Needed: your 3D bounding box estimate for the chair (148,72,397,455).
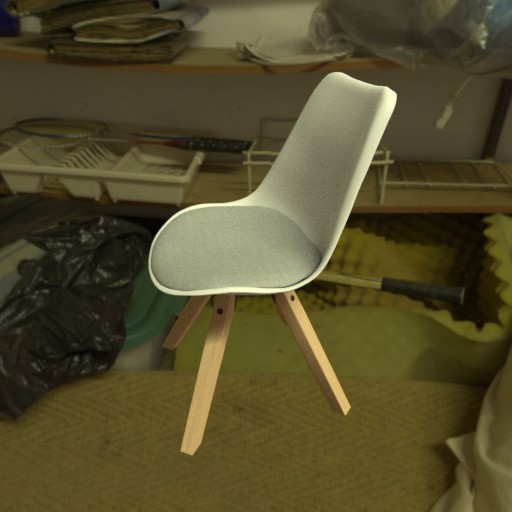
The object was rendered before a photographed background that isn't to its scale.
[{"bbox_3d":[0.000,0.000,1.162,0.550,0.850,0.485,-9,31,-15],"label":"chair"}]
